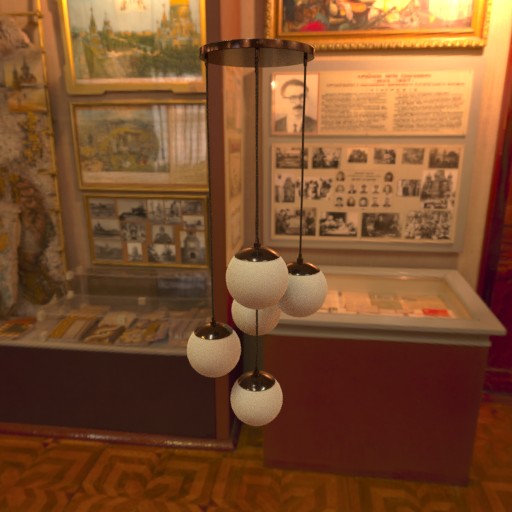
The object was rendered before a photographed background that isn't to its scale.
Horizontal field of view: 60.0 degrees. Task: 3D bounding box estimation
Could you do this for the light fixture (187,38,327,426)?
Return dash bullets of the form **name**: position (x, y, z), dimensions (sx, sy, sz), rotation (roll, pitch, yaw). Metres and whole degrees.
- **light fixture**: position (0.000, 0.000, 1.491), dimensions (0.484, 1.271, 0.489), rotation (2, 15, 9)
